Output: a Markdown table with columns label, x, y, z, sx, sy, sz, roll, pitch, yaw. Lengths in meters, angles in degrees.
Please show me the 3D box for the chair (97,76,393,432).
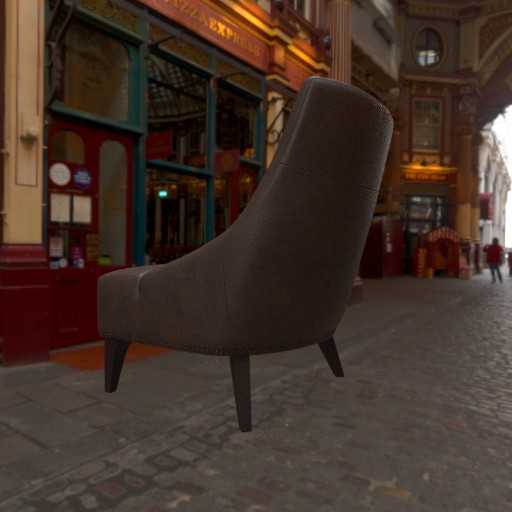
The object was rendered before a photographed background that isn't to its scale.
| label | x | y | z | sx | sy | sz | roll | pitch | yaw |
| --- | --- | --- | --- | --- | --- | --- | --- | --- | --- |
| chair | 0.000 | 0.000 | 1.510 | 0.861 | 0.909 | 0.701 | 1 | 2 | 35 |
